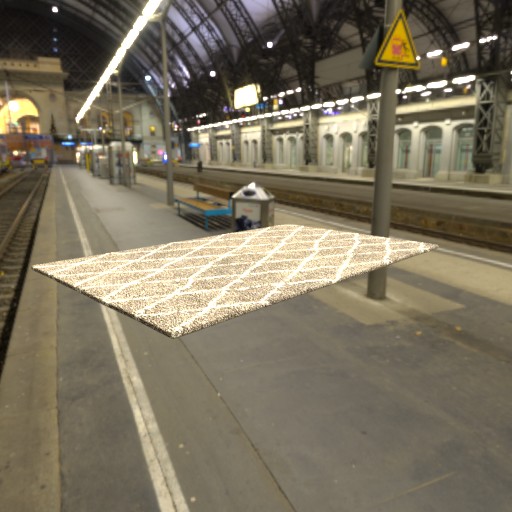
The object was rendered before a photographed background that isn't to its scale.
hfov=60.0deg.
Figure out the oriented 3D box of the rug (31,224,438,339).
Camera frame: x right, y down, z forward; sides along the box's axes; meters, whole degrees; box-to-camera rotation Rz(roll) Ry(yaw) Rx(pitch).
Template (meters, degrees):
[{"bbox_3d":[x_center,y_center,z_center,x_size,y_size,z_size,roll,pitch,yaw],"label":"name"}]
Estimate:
[{"bbox_3d":[0.000,0.000,3.066,1.524,0.030,2.438,12,18,43],"label":"rug"}]
